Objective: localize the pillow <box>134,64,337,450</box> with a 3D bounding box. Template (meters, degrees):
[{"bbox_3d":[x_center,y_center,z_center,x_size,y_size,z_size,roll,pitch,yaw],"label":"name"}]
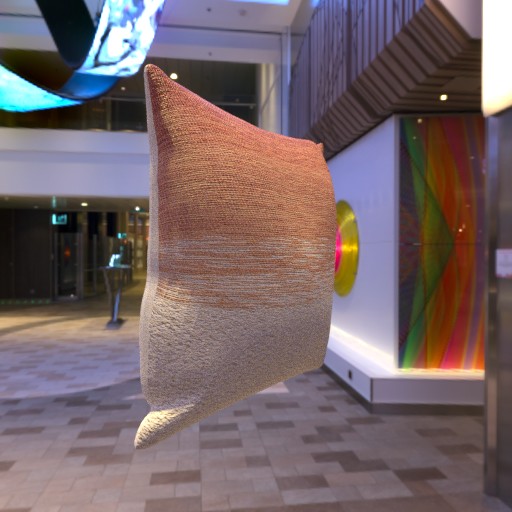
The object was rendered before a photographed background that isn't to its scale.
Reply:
[{"bbox_3d":[0.000,0.000,0.671,0.182,0.441,0.440,0,0,36],"label":"pillow"}]
